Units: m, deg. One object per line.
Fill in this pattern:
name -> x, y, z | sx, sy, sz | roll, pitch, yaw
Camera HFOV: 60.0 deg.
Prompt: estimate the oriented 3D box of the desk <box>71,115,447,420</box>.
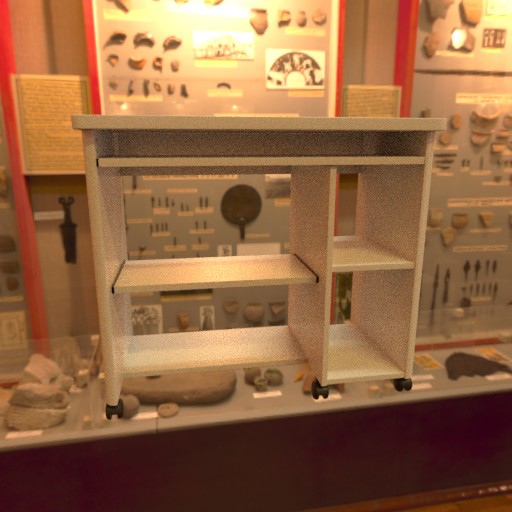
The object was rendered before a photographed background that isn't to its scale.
desk -> 0.000, 0.000, 1.312 | 0.877, 0.763, 0.475 | -2, 14, -9
